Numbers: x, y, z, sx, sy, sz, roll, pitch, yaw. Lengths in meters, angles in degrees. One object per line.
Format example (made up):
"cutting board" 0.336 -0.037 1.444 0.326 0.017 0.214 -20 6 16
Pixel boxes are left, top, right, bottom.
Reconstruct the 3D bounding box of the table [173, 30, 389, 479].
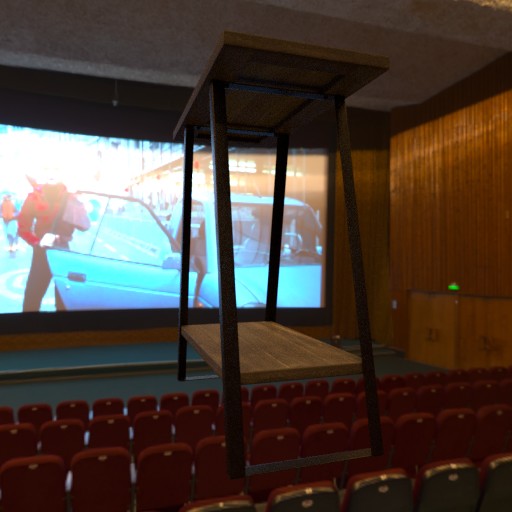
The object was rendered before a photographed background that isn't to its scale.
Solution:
"table" 0.000 0.000 1.016 0.300 0.701 0.599 0 0 -18
